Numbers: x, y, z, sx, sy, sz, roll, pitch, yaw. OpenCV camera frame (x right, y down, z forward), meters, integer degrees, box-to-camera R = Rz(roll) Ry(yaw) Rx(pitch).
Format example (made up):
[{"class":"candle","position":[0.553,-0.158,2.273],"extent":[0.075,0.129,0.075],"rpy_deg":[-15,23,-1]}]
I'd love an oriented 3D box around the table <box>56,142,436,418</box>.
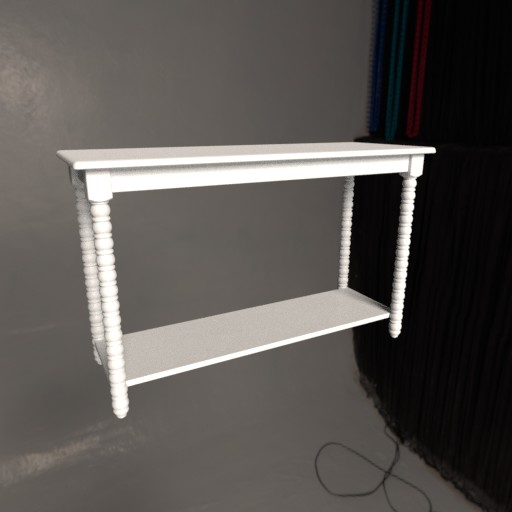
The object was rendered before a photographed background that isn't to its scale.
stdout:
[{"class":"table","position":[0.000,0.000,1.571],"extent":[1.184,0.740,0.459],"rpy_deg":[-9,19,-27]}]
